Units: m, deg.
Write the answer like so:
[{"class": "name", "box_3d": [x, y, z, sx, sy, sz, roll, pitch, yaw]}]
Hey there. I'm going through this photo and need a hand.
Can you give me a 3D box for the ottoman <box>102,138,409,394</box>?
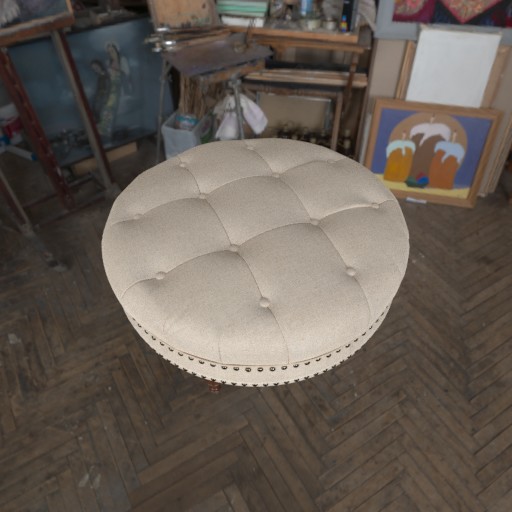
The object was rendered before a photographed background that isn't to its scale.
[{"class": "ottoman", "box_3d": [0.000, 0.000, 1.496, 0.940, 0.483, 0.940, 0, 46, 0]}]
